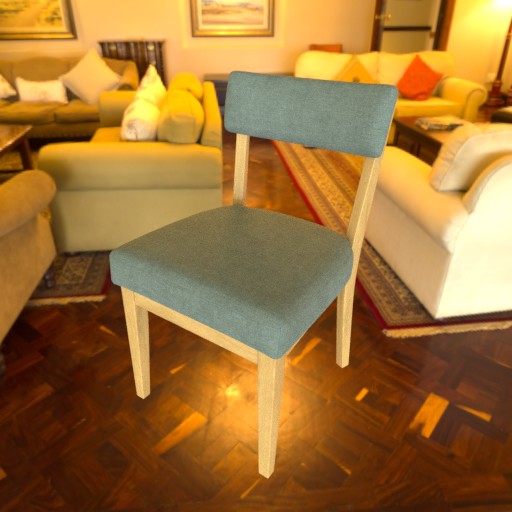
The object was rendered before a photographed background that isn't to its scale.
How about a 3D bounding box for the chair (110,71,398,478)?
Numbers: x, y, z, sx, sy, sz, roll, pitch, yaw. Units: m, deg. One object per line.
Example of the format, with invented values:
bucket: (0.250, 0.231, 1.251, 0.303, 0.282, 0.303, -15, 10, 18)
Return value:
chair: (0.000, 0.000, 1.165, 0.508, 0.832, 0.572, 19, 35, 30)
